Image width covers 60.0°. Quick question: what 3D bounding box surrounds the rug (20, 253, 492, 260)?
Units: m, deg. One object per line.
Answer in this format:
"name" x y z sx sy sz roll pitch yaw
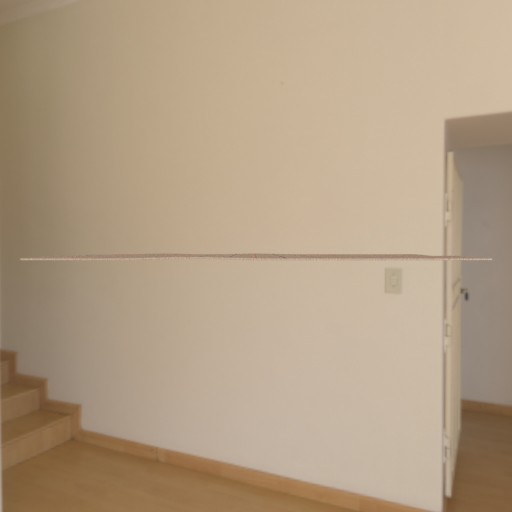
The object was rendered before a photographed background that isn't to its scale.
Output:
"rug" 0.000 0.000 2.324 1.829 0.013 1.220 0 1 0
